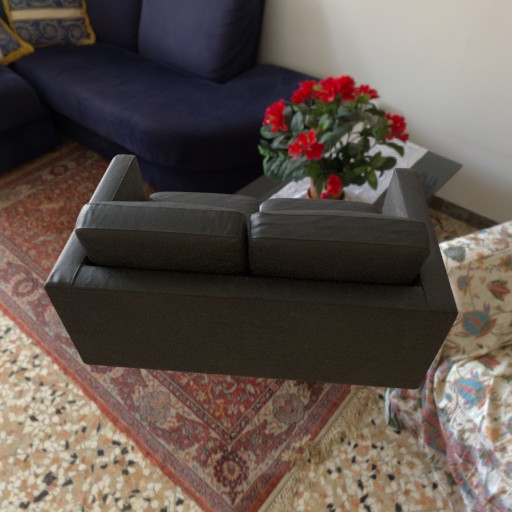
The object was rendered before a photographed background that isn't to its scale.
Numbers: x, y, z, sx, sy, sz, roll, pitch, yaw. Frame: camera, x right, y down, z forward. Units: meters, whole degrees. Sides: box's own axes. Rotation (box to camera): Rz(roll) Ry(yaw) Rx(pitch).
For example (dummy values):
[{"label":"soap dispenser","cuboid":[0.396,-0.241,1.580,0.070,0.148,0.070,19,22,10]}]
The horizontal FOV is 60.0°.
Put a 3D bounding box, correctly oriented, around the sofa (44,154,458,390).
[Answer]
[{"label":"sofa","cuboid":[0.000,0.000,1.982,1.430,0.899,0.879,3,46,3]}]
